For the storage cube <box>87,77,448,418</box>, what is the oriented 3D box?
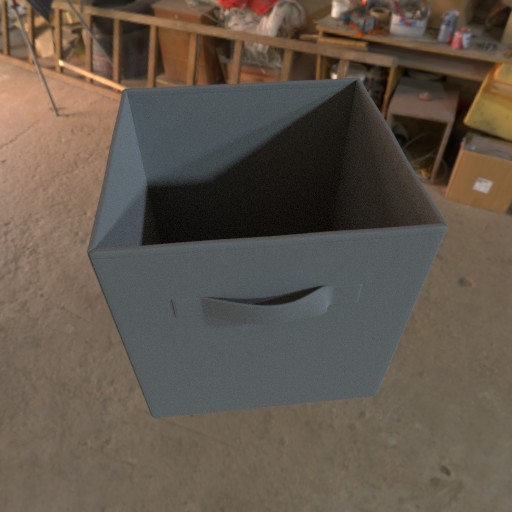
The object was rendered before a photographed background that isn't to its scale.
[{"bbox_3d":[0.000,0.000,0.502,0.270,0.280,0.270,-4,46,-4],"label":"storage cube"}]
